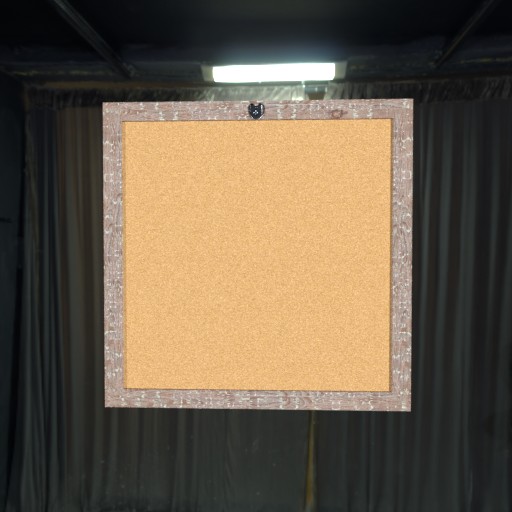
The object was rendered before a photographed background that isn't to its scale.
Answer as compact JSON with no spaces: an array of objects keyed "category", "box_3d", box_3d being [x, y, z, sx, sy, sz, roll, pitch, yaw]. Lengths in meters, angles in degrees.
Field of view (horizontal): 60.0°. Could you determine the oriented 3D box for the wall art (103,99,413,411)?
[{"category":"wall art","box_3d":[0.000,0.000,0.556,0.384,0.384,0.012,0,1,2]}]
